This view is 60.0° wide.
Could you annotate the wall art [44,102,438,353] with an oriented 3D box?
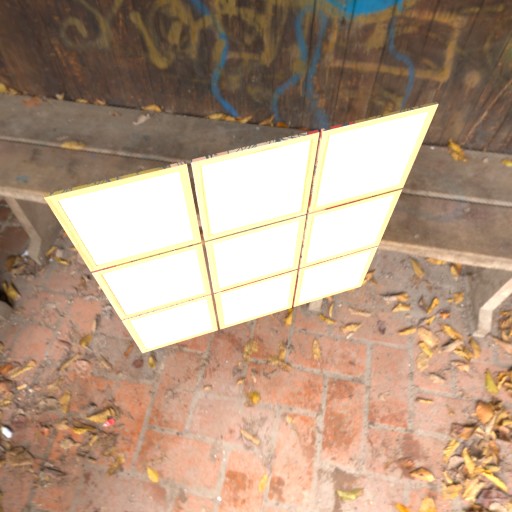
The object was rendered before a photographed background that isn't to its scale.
[{"bbox_3d":[0.000,0.000,1.814,1.206,1.218,0.013,-16,59,-10],"label":"wall art"}]
